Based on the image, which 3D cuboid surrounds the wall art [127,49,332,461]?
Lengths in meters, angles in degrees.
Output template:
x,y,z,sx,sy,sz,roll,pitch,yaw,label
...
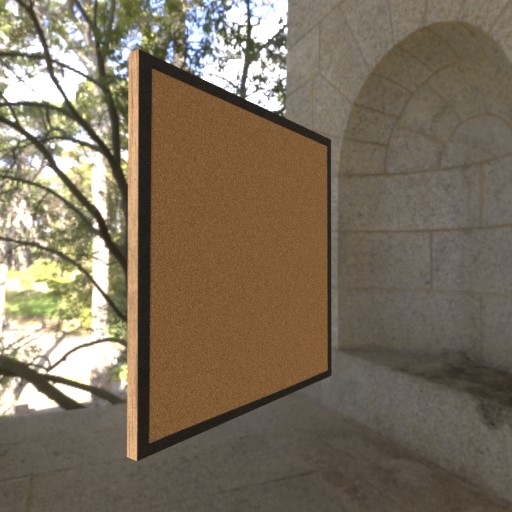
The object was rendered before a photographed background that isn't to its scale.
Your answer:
x,y,z,sx,sy,sz,roll,pitch,yaw,label
0.000,0.000,1.028,0.029,0.691,0.695,-1,-1,37,wall art
